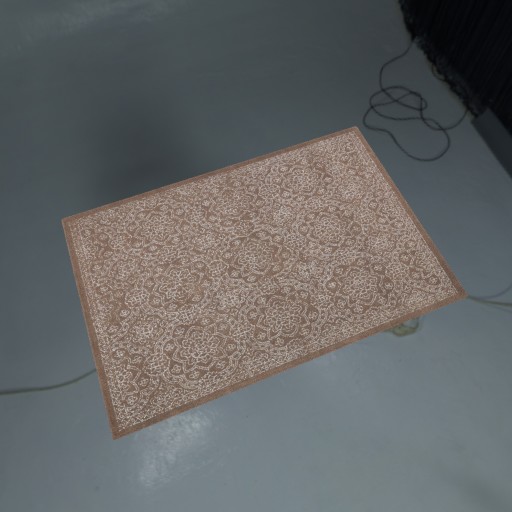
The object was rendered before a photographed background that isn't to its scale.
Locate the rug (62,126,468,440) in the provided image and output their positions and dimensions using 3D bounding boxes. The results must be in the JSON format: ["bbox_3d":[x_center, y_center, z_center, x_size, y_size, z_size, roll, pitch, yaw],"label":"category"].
[{"bbox_3d":[0.000,0.000,2.931,2.286,0.011,1.524,-20,65,-10],"label":"rug"}]
